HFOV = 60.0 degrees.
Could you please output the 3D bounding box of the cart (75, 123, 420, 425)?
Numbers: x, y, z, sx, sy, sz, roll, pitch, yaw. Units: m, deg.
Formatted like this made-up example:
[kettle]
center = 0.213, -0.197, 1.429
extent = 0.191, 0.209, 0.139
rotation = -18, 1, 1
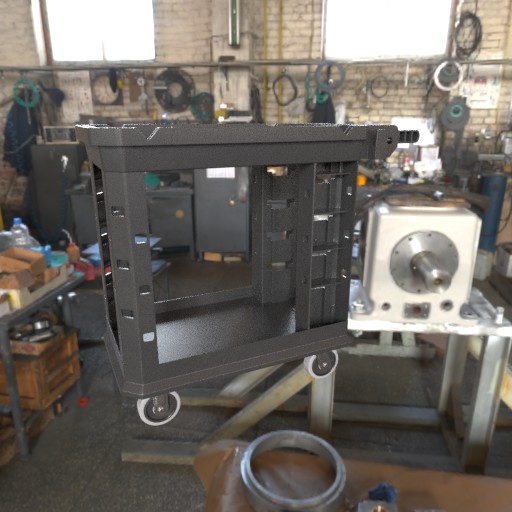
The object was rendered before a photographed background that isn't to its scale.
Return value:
[cart]
center = 0.000, 0.000, 1.557
extent = 1.061, 0.884, 0.497
rotation = -8, 19, -24
